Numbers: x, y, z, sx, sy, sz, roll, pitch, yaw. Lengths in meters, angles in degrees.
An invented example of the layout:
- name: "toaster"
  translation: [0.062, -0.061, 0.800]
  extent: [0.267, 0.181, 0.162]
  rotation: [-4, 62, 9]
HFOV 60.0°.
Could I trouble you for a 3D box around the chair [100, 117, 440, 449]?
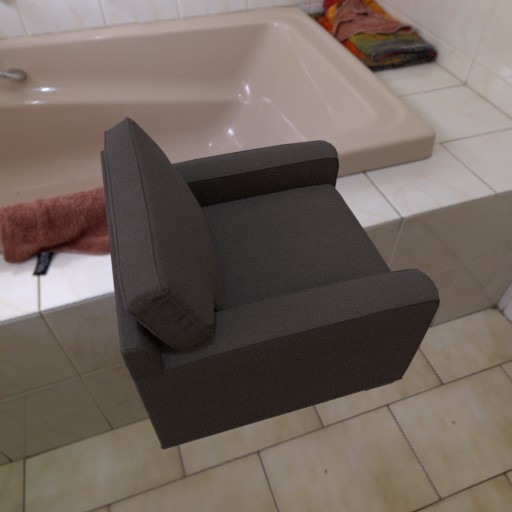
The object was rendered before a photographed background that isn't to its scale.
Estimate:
- name: "chair"
  translation: [0.000, 0.000, 1.801]
  extent: [1.043, 0.913, 0.997]
  rotation: [-12, 49, -11]
